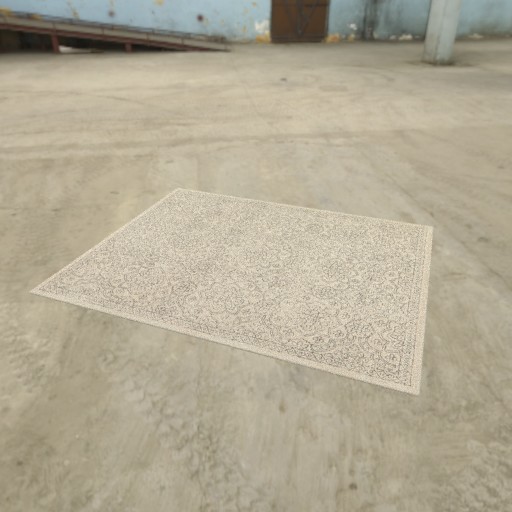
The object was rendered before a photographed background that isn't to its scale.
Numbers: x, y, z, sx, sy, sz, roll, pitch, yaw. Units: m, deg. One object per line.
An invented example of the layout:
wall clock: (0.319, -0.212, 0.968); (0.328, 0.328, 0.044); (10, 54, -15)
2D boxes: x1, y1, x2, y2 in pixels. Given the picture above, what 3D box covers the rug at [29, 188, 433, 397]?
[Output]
rug: (0.000, 0.000, 4.137); (3.050, 0.015, 2.441); (11, 32, 18)
